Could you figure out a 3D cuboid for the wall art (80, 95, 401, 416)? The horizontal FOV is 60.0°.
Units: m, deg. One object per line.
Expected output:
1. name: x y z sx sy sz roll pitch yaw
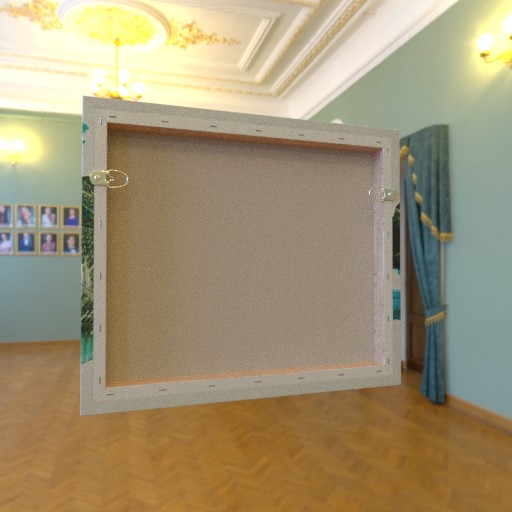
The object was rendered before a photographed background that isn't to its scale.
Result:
1. wall art: 0.000 0.000 0.693 0.507 0.435 0.041 0 -1 -18
